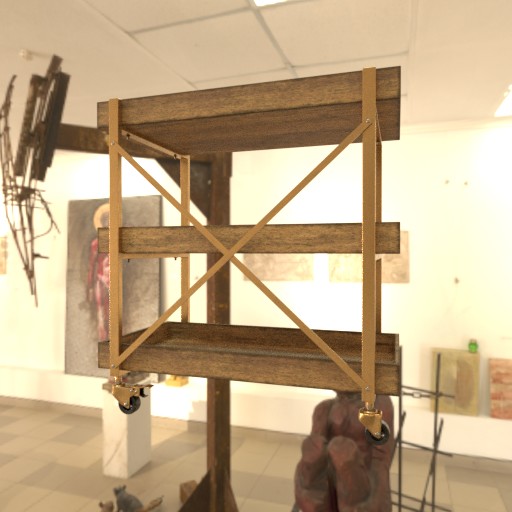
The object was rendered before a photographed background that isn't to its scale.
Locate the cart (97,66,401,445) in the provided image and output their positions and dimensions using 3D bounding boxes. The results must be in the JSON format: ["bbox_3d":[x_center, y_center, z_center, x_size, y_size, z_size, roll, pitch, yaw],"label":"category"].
[{"bbox_3d":[0.000,0.000,1.215,0.750,0.799,0.416,0,1,18],"label":"cart"}]
